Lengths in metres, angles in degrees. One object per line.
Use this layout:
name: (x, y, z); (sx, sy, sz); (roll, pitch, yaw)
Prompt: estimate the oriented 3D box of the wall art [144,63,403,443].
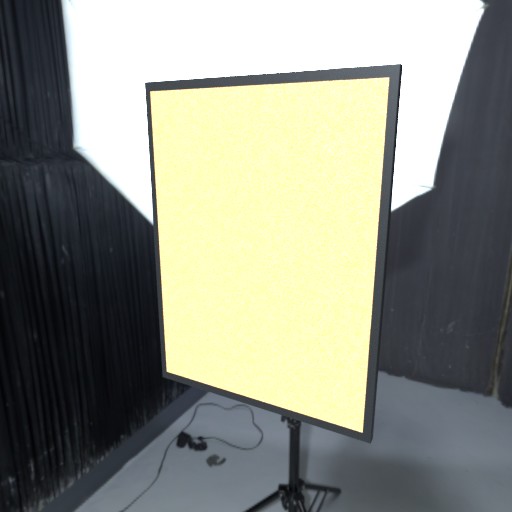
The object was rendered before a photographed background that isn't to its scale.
wall art: (0.000, 0.000, 1.347); (0.774, 1.027, 0.030); (8, 17, 27)
